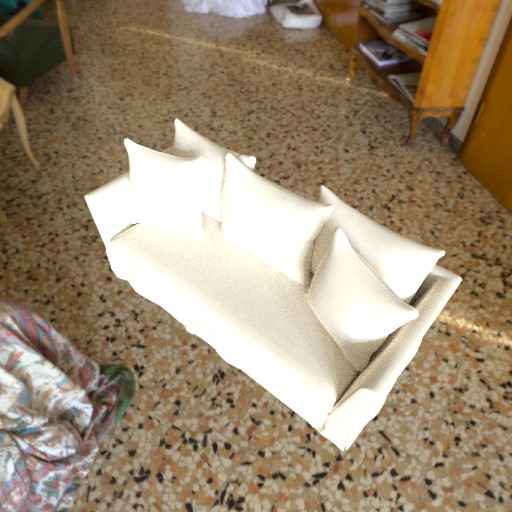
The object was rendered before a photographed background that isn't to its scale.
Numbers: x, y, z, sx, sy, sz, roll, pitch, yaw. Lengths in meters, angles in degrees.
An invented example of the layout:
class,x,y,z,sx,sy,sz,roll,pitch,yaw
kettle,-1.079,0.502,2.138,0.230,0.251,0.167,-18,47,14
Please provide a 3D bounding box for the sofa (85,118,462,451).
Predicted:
class,x,y,z,sx,sy,sz,roll,pitch,yaw
sofa,0.000,0.000,2.943,2.290,1.034,1.031,32,54,27
